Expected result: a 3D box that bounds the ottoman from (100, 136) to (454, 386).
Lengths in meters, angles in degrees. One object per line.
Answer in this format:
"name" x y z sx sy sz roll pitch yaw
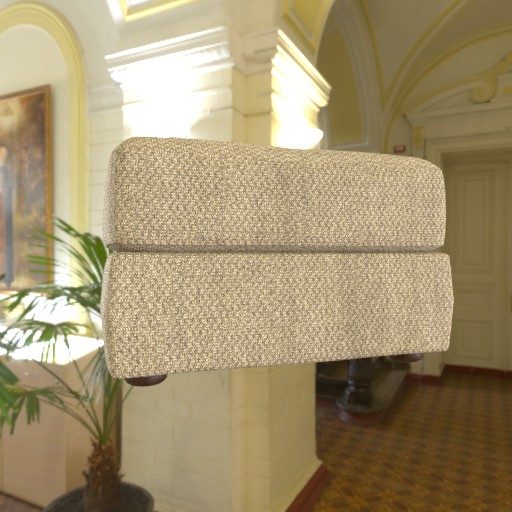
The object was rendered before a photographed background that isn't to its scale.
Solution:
"ottoman" 0.000 0.000 1.137 0.751 0.476 0.603 0 1 -18
